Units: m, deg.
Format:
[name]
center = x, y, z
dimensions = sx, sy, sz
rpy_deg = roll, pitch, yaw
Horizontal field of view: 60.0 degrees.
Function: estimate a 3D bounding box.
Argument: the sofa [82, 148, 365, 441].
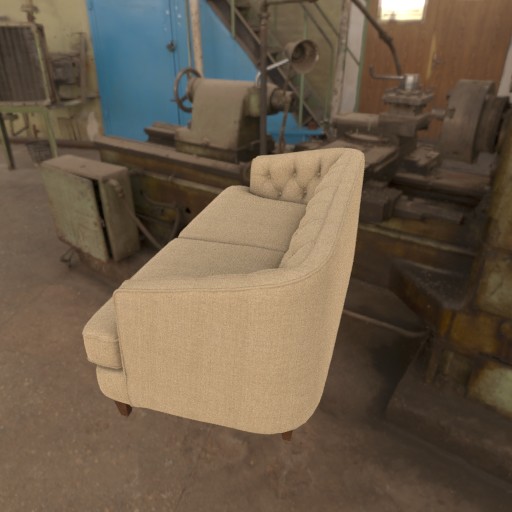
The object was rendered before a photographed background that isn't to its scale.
[sofa]
center = 0.000, 0.000, 2.312
dimensions = 0.941, 0.855, 1.733
rpy_deg = 8, 30, 15
